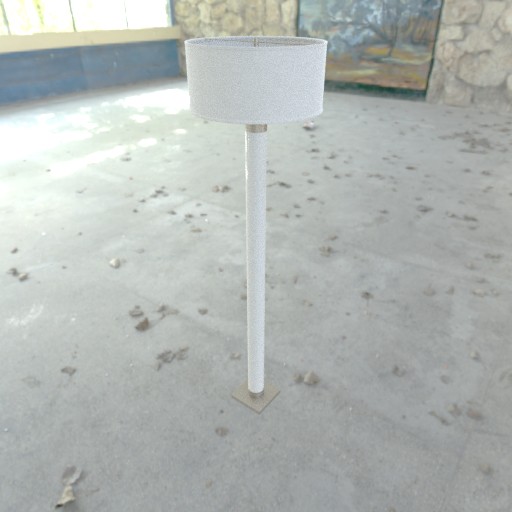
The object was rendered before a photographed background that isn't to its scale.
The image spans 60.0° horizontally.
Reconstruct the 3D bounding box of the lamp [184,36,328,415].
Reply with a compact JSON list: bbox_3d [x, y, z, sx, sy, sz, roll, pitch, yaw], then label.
[{"bbox_3d":[0.000,0.000,1.665,0.420,1.475,0.420,21,36,32],"label":"lamp"}]
